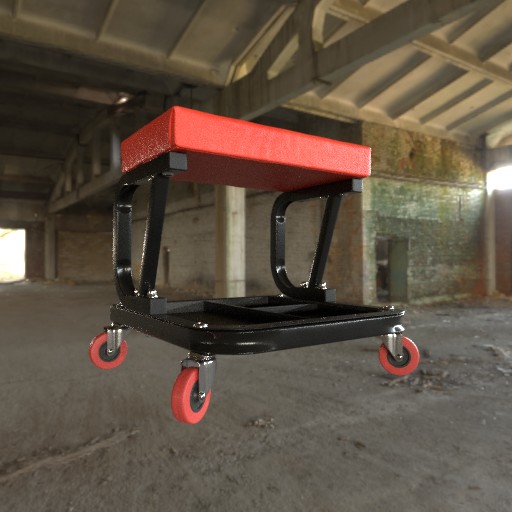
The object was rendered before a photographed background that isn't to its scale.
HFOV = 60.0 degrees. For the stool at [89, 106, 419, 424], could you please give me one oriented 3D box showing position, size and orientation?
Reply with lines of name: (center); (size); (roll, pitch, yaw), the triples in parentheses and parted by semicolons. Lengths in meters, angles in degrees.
stool: (0.000, 0.000, 0.727); (0.446, 0.380, 0.371); (0, -1, -35)
